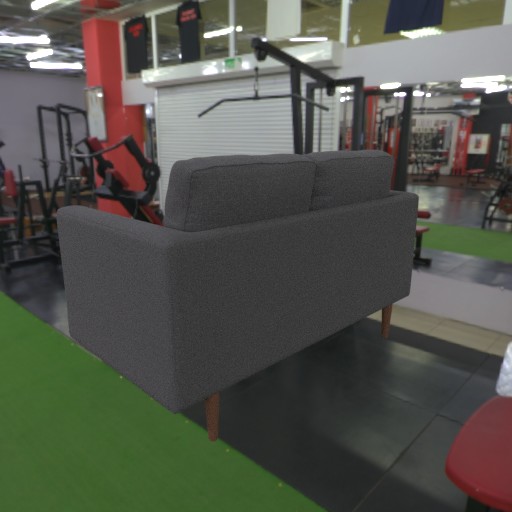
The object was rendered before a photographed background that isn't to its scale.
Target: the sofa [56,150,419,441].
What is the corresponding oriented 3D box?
[{"bbox_3d":[0.000,0.000,1.964,1.430,0.908,0.796,-14,21,-43],"label":"sofa"}]
